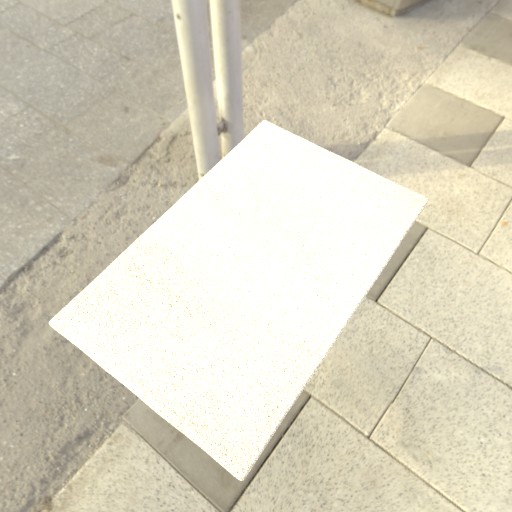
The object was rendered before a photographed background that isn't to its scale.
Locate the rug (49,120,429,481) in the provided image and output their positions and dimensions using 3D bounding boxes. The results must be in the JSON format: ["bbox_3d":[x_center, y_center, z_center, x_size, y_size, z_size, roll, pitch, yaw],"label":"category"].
[{"bbox_3d":[0.000,0.000,3.566,1.778,0.030,2.743,31,62,19],"label":"rug"}]
